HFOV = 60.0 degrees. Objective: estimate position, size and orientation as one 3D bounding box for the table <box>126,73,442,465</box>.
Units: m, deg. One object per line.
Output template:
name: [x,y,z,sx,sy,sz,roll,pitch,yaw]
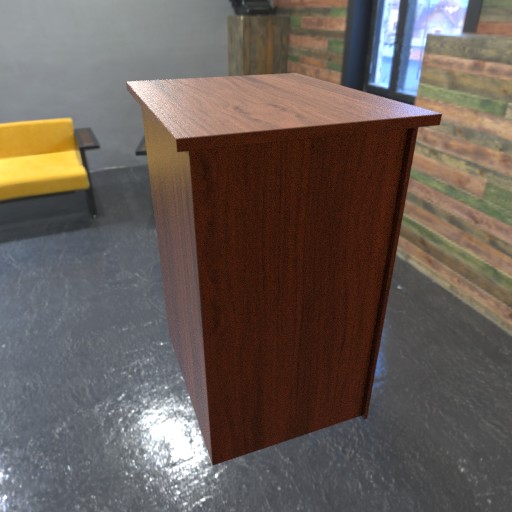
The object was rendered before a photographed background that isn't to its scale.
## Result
table: [0.000,0.000,0.918,0.381,0.636,0.480,-11,31,-18]
